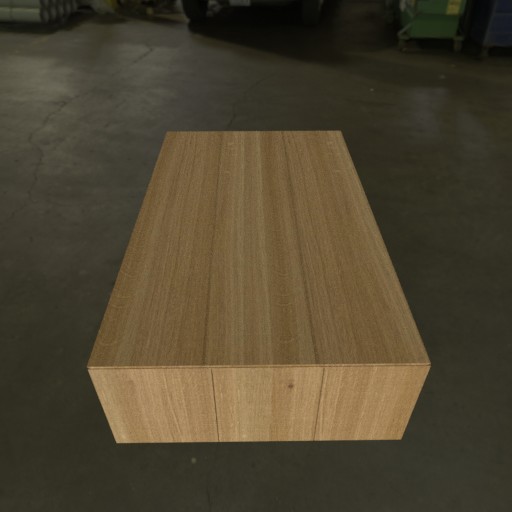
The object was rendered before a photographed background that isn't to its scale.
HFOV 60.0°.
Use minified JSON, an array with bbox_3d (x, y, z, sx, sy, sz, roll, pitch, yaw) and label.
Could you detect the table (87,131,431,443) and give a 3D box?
[{"bbox_3d":[0.000,0.000,1.412,0.678,0.353,1.110,0,39,-1],"label":"table"}]
